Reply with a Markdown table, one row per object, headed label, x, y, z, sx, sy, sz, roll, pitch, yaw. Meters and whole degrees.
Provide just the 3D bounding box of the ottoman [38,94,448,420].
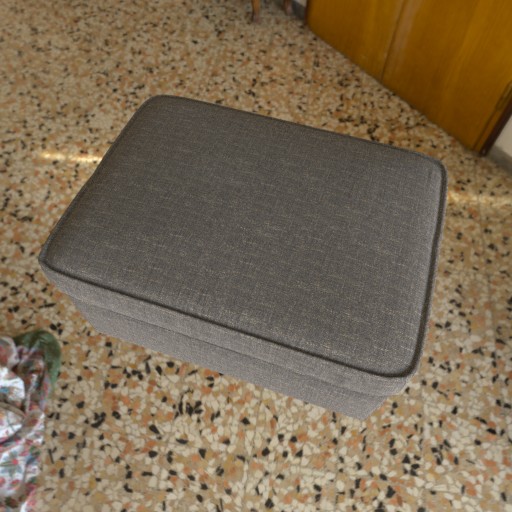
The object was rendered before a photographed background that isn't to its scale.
| label | x | y | z | sx | sy | sz | roll | pitch | yaw |
| --- | --- | --- | --- | --- | --- | --- | --- | --- | --- |
| ottoman | 0.000 | 0.000 | 1.066 | 0.749 | 0.450 | 0.549 | 16 | 60 | 10 |
